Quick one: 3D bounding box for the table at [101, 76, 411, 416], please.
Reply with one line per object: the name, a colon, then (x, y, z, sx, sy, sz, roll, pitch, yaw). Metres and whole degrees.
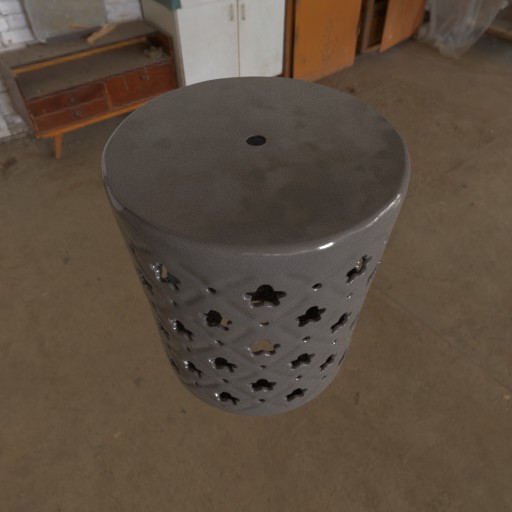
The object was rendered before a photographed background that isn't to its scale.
table: (0.000, 0.000, 0.646, 0.352, 0.387, 0.352, 0, 47, 0)
